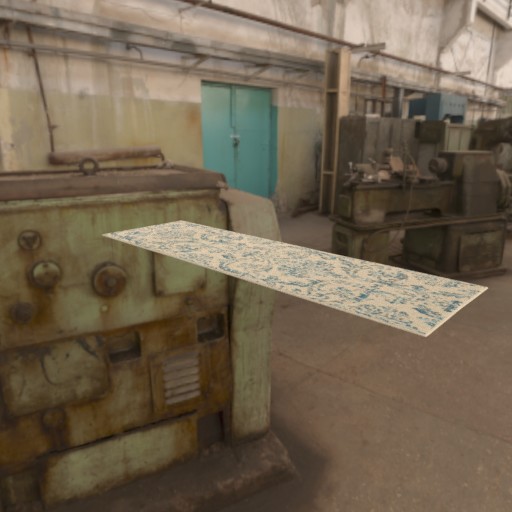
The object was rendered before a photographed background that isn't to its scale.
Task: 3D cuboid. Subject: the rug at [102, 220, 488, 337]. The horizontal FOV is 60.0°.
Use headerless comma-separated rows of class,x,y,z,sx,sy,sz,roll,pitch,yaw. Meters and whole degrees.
rug,0.000,0.000,2.449,2.196,0.011,0.662,14,21,41
